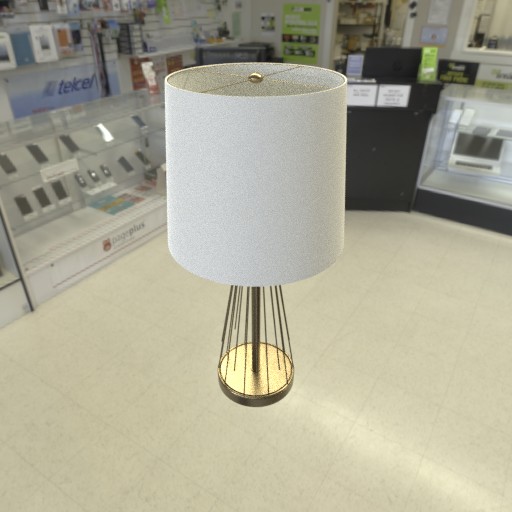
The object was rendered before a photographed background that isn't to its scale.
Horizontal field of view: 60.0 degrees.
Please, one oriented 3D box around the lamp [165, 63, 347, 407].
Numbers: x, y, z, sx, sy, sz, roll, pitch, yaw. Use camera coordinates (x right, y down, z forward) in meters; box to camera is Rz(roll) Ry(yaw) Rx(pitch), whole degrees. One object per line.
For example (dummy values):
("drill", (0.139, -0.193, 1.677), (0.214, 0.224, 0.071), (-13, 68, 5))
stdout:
("lamp", (0.000, 0.000, 0.797), (0.303, 0.618, 0.303), (0, 32, 0))
